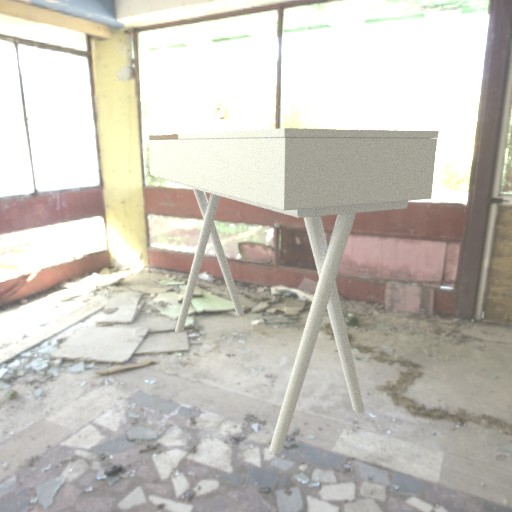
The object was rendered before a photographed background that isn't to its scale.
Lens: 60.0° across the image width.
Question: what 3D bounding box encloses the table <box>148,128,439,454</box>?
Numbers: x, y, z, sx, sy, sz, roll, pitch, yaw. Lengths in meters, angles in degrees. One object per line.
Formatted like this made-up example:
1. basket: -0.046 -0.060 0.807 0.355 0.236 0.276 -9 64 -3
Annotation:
1. table: 0.000 0.000 1.470 0.418 0.785 1.066 -7 16 -26
